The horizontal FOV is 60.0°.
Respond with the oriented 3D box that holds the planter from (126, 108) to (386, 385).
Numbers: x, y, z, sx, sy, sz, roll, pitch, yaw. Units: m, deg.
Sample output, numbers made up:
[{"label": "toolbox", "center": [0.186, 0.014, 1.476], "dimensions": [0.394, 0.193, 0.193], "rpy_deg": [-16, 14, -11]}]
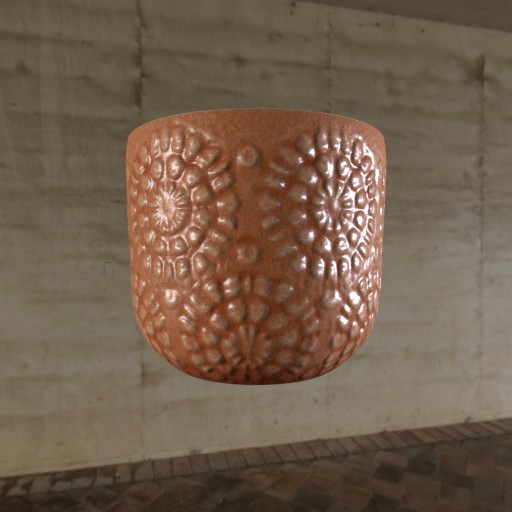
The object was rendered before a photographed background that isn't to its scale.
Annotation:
[{"label": "planter", "center": [0.000, 0.000, 0.221], "dimensions": [0.124, 0.109, 0.124], "rpy_deg": [0, 1, 0]}]
